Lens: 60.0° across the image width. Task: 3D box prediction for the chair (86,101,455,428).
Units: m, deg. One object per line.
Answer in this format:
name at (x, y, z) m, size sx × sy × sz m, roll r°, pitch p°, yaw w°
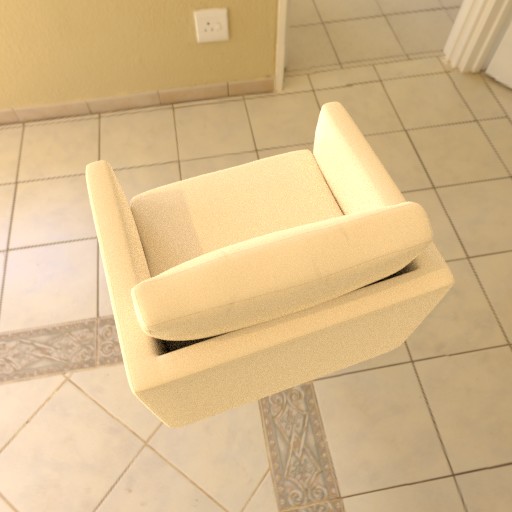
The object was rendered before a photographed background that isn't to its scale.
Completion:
chair at (0.000, 0.000, 1.662) m, size 1.019 × 0.885 × 0.878 m, roll -17°, pitch 62°, yaw -10°
